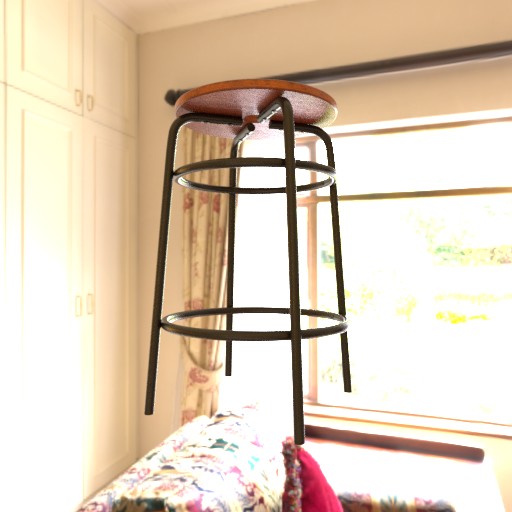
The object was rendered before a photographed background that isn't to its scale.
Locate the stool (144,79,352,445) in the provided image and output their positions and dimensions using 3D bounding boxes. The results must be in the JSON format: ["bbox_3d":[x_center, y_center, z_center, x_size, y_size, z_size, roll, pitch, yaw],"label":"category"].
[{"bbox_3d":[0.000,0.000,0.928,0.455,0.610,0.455,0,0,-19],"label":"stool"}]
